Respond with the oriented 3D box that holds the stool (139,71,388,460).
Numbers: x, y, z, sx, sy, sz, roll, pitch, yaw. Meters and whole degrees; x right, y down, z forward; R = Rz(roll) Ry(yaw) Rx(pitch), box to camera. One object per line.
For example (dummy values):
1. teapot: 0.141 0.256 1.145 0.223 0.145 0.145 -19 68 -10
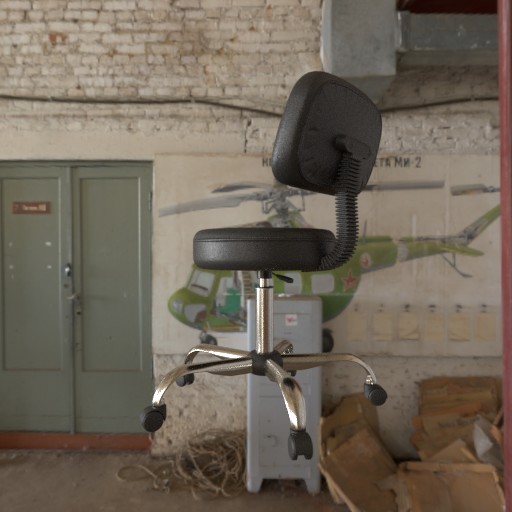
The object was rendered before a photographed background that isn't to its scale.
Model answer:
1. stool: 0.000 0.000 1.287 0.648 0.862 0.673 0 1 37
